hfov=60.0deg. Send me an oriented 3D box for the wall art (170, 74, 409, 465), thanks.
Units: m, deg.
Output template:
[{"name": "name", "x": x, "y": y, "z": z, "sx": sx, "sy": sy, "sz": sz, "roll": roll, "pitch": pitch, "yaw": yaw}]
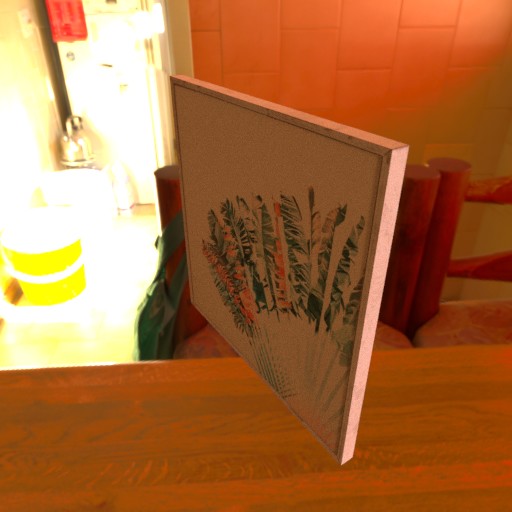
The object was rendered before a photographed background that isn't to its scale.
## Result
[{"name": "wall art", "x": 0.000, "y": 0.000, "z": 1.121, "sx": 0.038, "sy": 0.757, "sz": 0.760, "roll": -20, "pitch": 36, "yaw": -29}]
